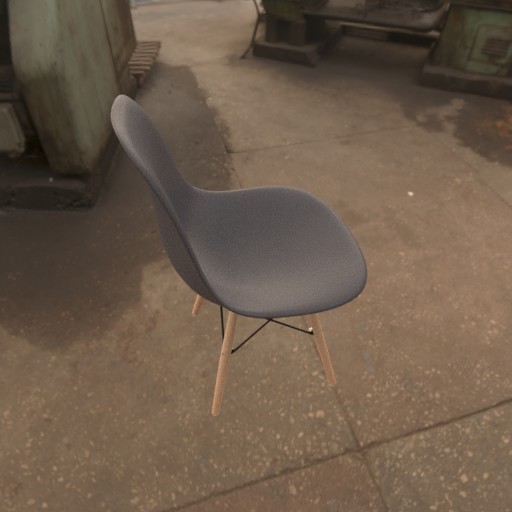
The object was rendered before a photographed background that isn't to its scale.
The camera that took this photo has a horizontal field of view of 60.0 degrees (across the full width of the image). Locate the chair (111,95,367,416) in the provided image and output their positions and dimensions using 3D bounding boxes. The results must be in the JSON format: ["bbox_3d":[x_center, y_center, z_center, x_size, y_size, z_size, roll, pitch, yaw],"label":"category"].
[{"bbox_3d":[0.000,0.000,1.124,0.533,0.826,0.470,-10,45,-10],"label":"chair"}]
